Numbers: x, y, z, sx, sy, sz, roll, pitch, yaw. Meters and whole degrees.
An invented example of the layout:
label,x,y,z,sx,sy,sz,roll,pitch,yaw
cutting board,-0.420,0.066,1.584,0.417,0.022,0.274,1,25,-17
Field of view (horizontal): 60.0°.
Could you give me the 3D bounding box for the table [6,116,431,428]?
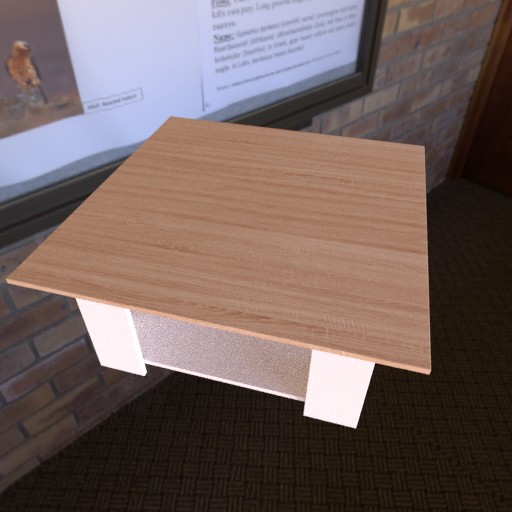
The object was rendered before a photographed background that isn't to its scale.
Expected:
label,x,y,z,sx,sy,sz,roll,pitch,yaw
table,0.000,0.000,1.005,0.670,0.305,0.670,10,42,12
